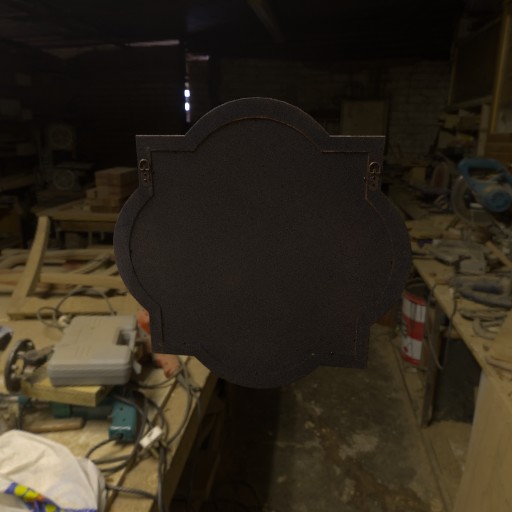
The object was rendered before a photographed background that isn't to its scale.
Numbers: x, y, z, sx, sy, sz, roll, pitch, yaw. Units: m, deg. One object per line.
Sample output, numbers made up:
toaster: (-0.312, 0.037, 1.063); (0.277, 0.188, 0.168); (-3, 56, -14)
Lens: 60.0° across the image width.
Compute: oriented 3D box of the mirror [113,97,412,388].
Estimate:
mirror: (0.000, 0.000, 1.044); (0.686, 0.686, 0.019); (2, 16, 8)
